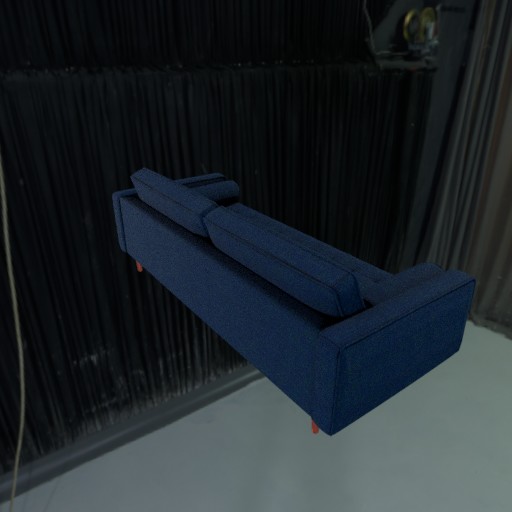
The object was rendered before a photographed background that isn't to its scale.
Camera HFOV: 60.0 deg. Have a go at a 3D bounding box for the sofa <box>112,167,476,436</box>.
[{"bbox_3d":[0.000,0.000,2.644,0.914,0.762,2.210,-18,31,-32],"label":"sofa"}]
